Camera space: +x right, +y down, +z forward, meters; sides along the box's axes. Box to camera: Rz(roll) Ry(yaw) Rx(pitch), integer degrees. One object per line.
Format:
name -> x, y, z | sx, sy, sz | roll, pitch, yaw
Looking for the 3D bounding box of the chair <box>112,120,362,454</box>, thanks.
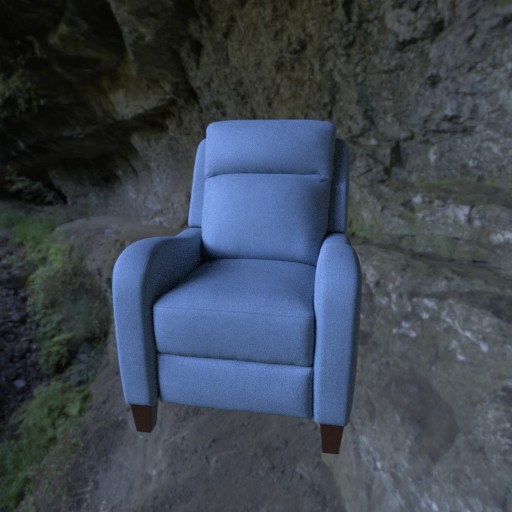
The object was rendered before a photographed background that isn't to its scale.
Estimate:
chair -> 0.000, 0.000, 1.779 | 0.785, 1.067, 0.988 | 3, 16, 9
